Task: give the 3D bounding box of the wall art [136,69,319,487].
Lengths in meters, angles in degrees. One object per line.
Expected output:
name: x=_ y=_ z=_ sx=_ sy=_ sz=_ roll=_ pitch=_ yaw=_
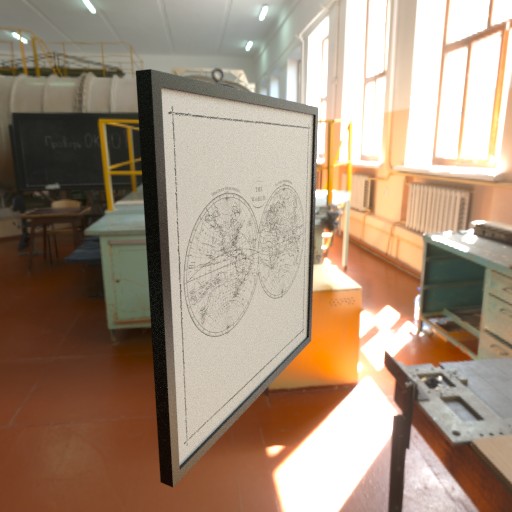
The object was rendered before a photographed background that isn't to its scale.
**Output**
wall art: x=0.000 y=0.000 z=1.127 sx=0.031 sy=0.775 sz=0.773 roll=7 pitch=15 yaw=27
